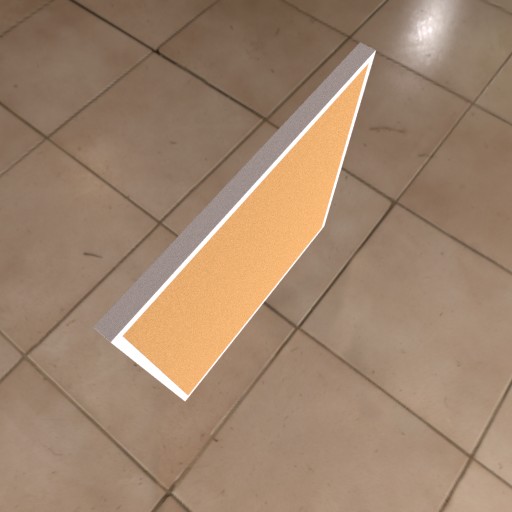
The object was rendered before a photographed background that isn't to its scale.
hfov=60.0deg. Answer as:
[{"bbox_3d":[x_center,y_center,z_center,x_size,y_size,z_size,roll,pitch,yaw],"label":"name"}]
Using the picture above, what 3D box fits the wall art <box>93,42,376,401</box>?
[{"bbox_3d":[0.000,0.000,1.136,0.038,0.762,0.762,35,70,15],"label":"wall art"}]
